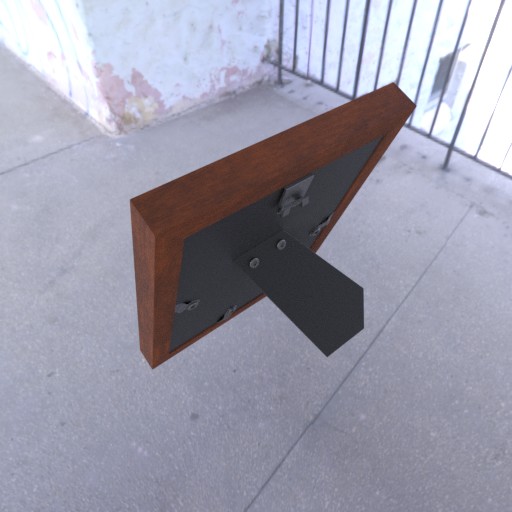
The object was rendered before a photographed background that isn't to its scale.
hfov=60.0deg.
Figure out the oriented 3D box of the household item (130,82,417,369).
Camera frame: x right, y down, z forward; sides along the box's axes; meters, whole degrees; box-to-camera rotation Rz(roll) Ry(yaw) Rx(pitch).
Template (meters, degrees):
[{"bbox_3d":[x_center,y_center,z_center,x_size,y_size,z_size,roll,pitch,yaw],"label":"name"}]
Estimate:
[{"bbox_3d":[0.000,0.000,0.292,0.160,0.204,0.096,-30,54,-26],"label":"household item"}]
